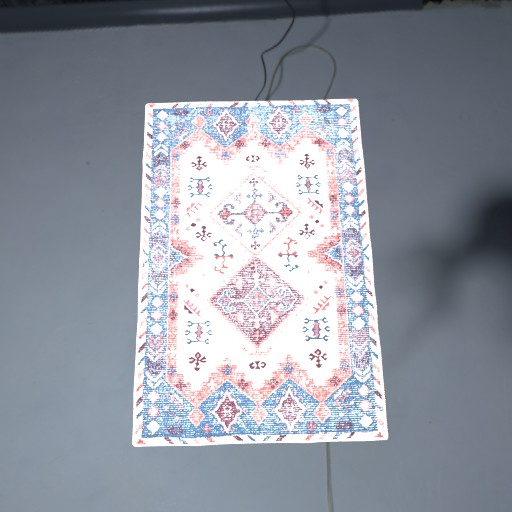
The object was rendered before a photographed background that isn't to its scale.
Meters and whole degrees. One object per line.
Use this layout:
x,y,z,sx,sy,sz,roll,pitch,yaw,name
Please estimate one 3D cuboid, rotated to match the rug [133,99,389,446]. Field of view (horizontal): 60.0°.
0.000,0.000,2.327,1.225,0.015,1.840,-1,76,0,rug
